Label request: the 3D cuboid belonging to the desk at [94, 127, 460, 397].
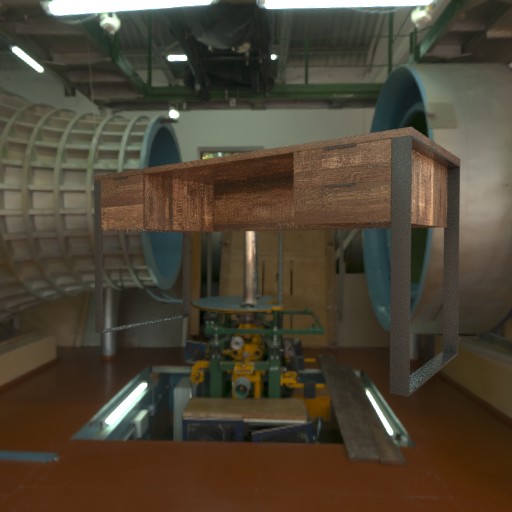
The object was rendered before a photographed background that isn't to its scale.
[{"bbox_3d":[0.000,0.000,1.941,1.524,0.762,0.599,1,2,37],"label":"desk"}]
